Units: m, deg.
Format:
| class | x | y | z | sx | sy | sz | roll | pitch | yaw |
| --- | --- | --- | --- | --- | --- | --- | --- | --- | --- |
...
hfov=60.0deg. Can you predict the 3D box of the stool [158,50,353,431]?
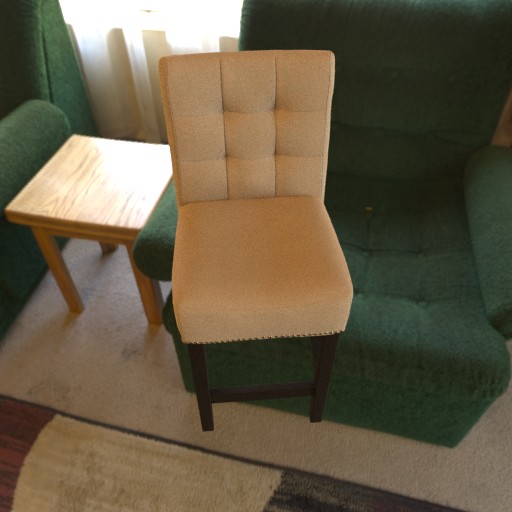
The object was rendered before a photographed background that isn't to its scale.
| class | x | y | z | sx | sy | sz | roll | pitch | yaw |
| --- | --- | --- | --- | --- | --- | --- | --- | --- | --- |
| stool | 0.000 | 0.000 | 1.200 | 0.427 | 0.885 | 0.571 | -3 | 46 | -3 |
